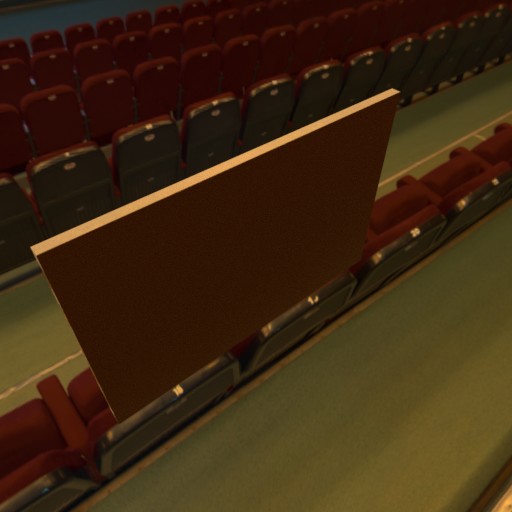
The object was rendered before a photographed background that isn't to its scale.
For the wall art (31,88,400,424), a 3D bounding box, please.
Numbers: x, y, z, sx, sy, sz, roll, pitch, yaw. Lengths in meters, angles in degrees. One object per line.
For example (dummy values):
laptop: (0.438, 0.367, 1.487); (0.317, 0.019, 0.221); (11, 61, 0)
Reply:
wall art: (0.000, 0.000, 1.141); (0.932, 0.610, 0.027); (-30, 52, -27)
